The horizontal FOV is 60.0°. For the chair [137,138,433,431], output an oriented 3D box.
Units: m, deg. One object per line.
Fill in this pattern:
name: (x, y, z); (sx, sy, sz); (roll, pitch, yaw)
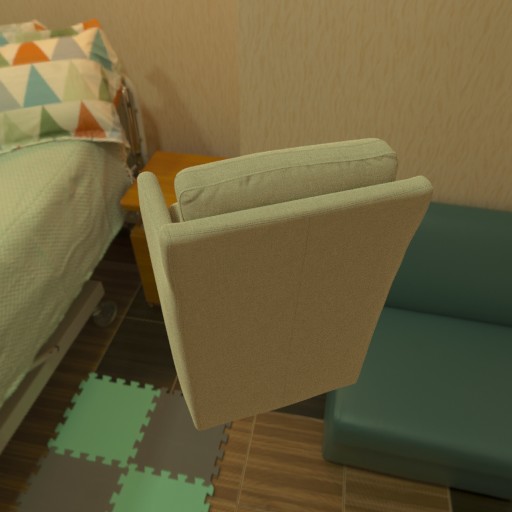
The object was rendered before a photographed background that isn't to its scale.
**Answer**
chair: (0.000, 0.000, 1.376); (0.626, 0.914, 0.694); (-12, 43, -14)
